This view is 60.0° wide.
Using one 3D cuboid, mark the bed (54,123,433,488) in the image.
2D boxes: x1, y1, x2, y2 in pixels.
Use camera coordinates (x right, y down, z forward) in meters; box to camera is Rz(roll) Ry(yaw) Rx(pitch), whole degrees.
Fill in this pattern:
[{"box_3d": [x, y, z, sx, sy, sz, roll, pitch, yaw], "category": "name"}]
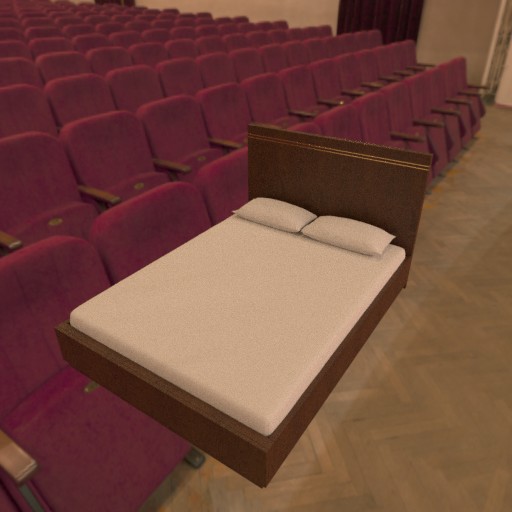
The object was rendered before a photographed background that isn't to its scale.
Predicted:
[{"box_3d": [0.000, 0.000, 3.106, 1.613, 1.169, 2.221, 19, 35, 29], "category": "bed"}]
